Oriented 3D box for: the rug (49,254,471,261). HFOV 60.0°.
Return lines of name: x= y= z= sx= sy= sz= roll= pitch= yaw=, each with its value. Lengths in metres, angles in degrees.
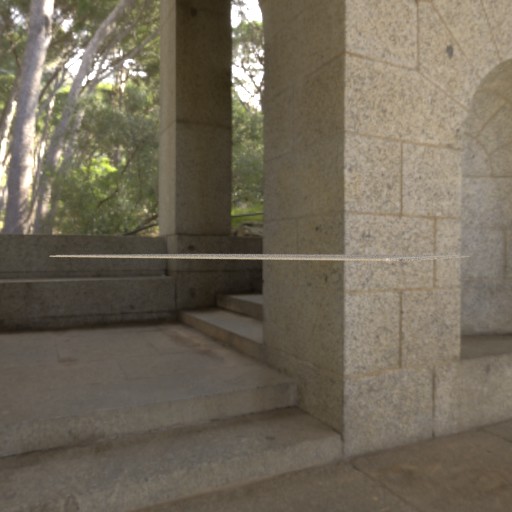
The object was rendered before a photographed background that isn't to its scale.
rug: x=0.000 y=0.000 z=3.044 sx=2.486 sy=0.013 sz=1.548 roll=0 pitch=1 yaw=34
